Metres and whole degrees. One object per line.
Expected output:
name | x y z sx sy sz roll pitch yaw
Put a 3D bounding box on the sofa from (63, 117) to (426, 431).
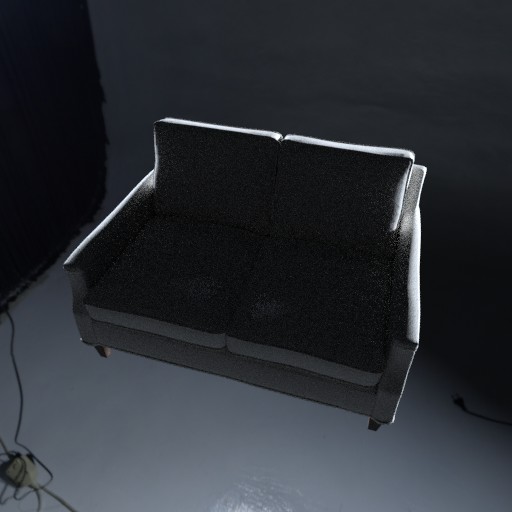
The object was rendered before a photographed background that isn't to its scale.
sofa | 0.000 0.000 2.279 1.597 1.003 1.084 11 43 13
